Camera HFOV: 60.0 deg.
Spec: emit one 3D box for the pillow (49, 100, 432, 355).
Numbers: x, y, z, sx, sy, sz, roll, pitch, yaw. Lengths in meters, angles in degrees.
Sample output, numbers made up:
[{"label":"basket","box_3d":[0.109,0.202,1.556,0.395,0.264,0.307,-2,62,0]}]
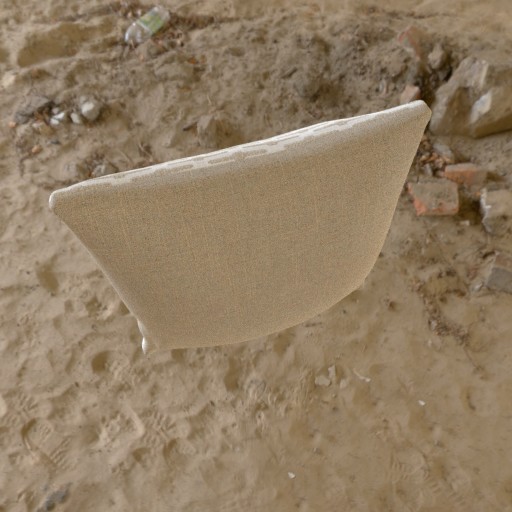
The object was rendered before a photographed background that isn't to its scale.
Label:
[{"label":"pillow","box_3d":[0.000,0.000,0.752,0.496,0.491,0.219,-16,61,-9]}]
